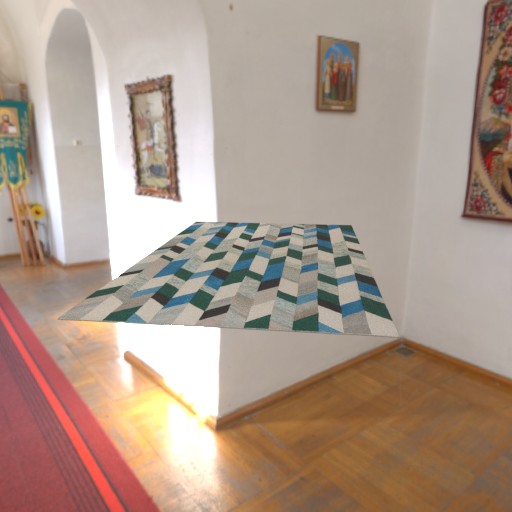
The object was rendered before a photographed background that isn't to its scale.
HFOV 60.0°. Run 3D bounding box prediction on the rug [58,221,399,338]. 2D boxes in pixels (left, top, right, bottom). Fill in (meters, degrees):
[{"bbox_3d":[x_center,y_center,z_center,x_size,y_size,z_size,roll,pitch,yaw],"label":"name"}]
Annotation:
[{"bbox_3d":[0.000,0.000,3.078,1.507,0.007,2.433,2,15,7],"label":"rug"}]
